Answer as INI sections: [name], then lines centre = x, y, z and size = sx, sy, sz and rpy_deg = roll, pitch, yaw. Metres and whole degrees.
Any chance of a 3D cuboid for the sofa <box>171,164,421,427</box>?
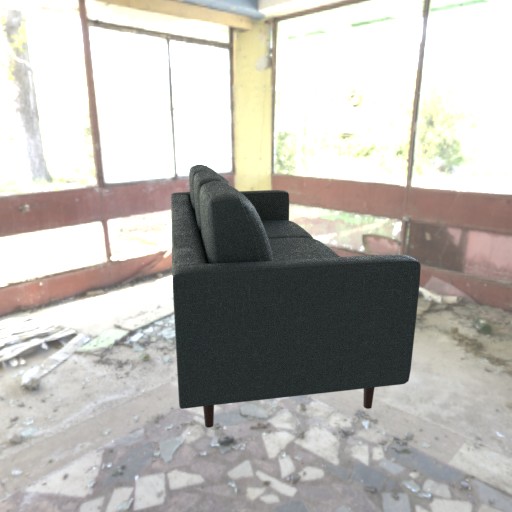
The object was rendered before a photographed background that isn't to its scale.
[sofa]
centre = 0.000, 0.000, 2.550
size = 0.935, 0.945, 2.013
rpy_deg = -3, 16, -10
